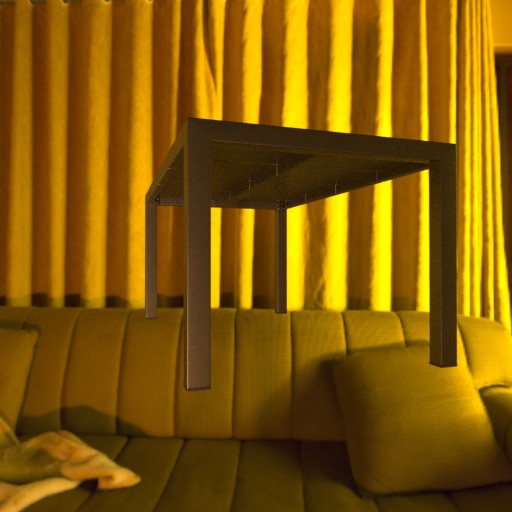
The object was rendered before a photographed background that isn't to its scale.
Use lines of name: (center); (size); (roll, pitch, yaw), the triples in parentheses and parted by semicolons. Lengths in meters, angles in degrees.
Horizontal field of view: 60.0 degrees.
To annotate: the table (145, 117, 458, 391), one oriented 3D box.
table: (0.000, 0.000, 1.284); (0.559, 0.460, 0.965); (0, 0, -18)
